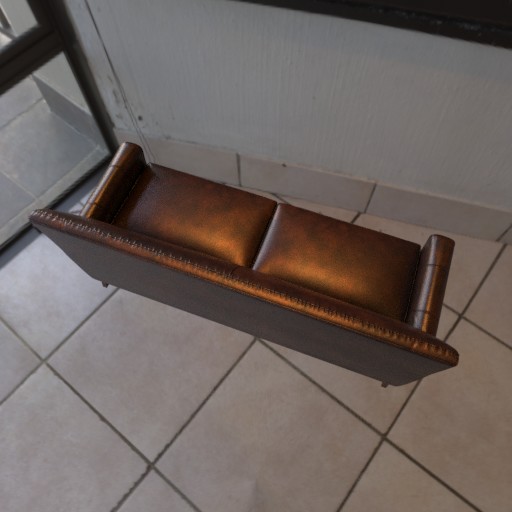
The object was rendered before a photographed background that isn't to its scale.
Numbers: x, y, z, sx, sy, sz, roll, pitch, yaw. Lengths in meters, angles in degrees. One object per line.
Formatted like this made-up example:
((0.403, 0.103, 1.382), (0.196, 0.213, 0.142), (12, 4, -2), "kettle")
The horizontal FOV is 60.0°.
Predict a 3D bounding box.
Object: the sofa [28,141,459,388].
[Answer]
((0.000, 0.000, 2.458), (1.995, 0.871, 0.786), (18, 65, 9), "sofa")
